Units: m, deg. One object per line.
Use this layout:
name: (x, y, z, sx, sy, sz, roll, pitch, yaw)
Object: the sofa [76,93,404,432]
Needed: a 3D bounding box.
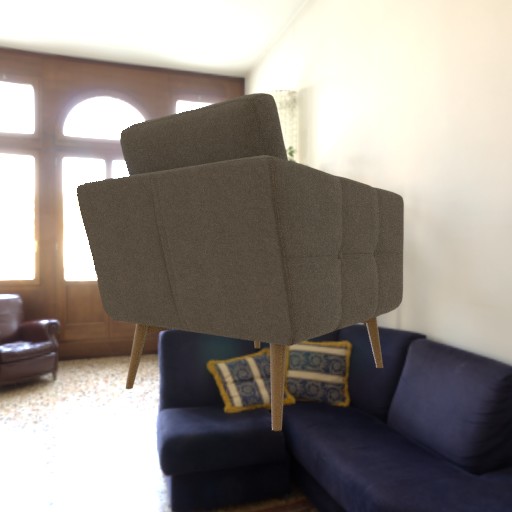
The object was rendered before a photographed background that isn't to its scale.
sofa: (0.000, 0.000, 1.530, 0.770, 0.860, 0.920, 1, 1, 36)
